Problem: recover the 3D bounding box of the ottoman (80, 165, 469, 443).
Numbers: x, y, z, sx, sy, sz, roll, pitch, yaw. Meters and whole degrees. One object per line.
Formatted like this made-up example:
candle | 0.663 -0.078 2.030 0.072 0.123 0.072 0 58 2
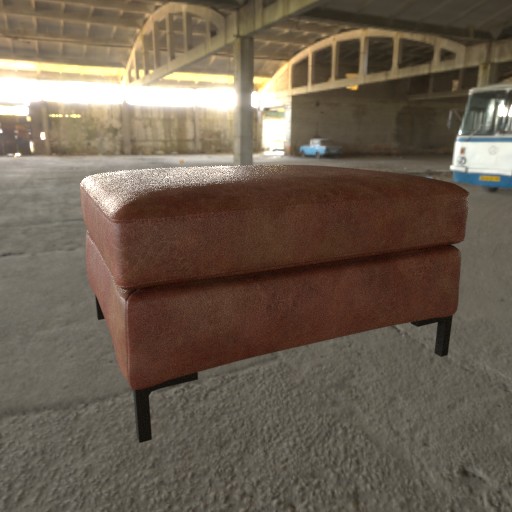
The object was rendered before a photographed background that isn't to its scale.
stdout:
ottoman | 0.000 0.000 1.728 1.186 0.667 0.965 -7 17 -25
